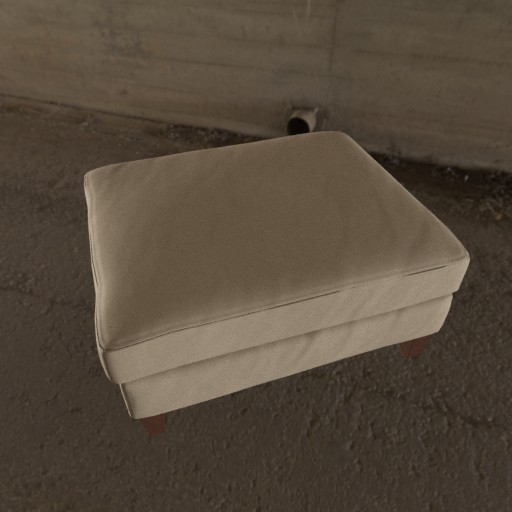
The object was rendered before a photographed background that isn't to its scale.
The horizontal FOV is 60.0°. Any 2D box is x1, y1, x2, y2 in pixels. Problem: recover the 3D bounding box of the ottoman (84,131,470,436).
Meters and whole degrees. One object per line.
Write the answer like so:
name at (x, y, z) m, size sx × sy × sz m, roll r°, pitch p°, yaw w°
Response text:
ottoman at (0.000, 0.000, 1.489) m, size 1.002 × 0.492 × 0.836 m, roll -12°, pitch 43°, yaw -14°
